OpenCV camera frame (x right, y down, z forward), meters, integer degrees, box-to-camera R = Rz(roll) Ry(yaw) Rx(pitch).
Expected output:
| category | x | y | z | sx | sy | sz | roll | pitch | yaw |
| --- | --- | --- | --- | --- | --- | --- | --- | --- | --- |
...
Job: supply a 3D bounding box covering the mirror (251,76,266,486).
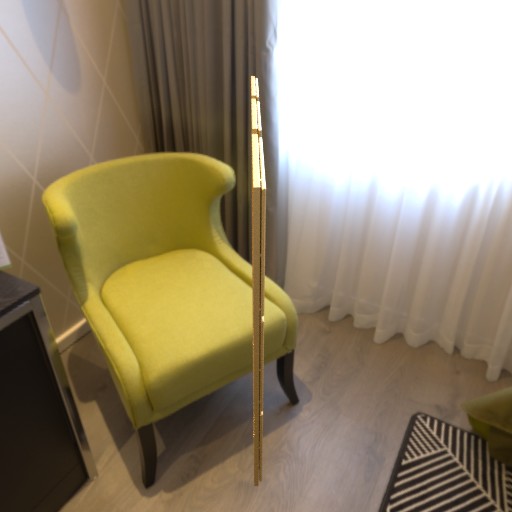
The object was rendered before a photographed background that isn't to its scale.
| category | x | y | z | sx | sy | sz | roll | pitch | yaw |
| --- | --- | --- | --- | --- | --- | --- | --- | --- | --- |
| mirror | 0.000 | 0.000 | 1.454 | 0.023 | 0.926 | 1.011 | 0 | 32 | -1 |
